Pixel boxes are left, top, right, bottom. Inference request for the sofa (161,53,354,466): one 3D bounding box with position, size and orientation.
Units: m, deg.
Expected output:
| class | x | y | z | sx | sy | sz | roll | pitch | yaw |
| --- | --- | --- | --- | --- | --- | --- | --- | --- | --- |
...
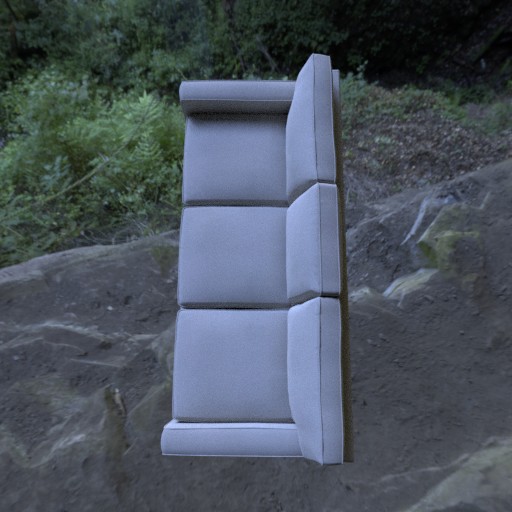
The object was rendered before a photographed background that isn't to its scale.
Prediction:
| class | x | y | z | sx | sy | sz | roll | pitch | yaw |
| --- | --- | --- | --- | --- | --- | --- | --- | --- | --- |
| sofa | 0.000 | 0.000 | 2.527 | 0.935 | 0.862 | 2.088 | 0 | 77 | 0 |
